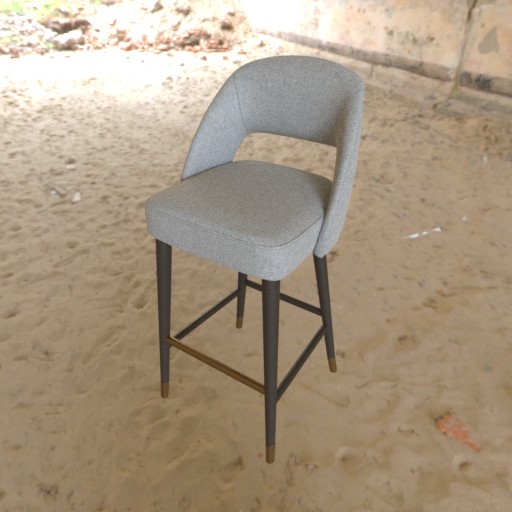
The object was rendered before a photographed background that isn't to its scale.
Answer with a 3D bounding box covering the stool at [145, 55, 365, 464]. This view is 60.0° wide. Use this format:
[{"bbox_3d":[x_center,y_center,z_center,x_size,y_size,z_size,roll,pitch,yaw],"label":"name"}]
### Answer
[{"bbox_3d":[0.000,0.000,1.315,0.494,1.037,0.509,20,37,28],"label":"stool"}]
